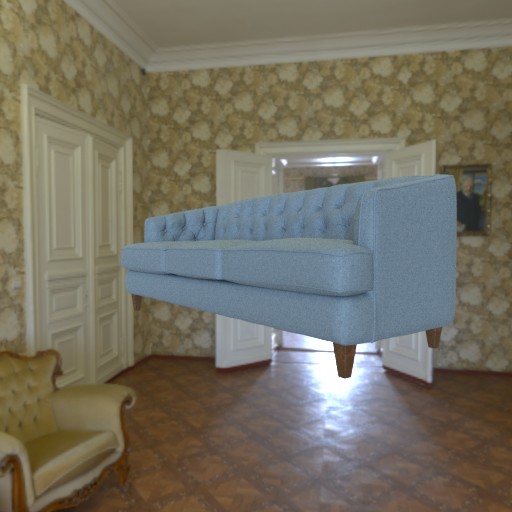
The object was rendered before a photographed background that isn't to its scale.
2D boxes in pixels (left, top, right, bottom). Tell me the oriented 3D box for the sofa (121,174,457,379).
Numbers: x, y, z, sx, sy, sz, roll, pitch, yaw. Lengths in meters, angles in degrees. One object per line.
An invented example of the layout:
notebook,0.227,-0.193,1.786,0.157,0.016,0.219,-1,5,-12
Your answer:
sofa,0.000,0.000,2.704,0.941,0.855,2.278,-1,2,-36
